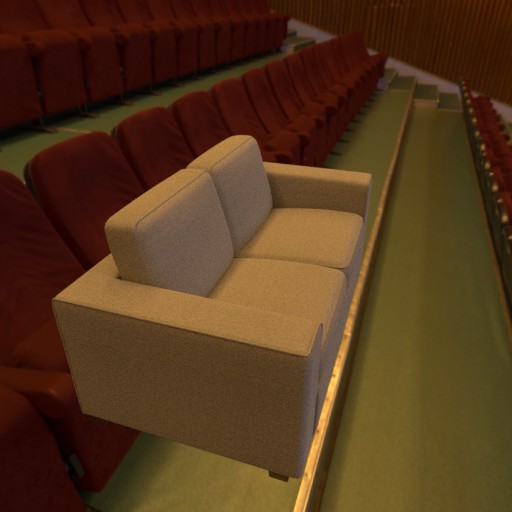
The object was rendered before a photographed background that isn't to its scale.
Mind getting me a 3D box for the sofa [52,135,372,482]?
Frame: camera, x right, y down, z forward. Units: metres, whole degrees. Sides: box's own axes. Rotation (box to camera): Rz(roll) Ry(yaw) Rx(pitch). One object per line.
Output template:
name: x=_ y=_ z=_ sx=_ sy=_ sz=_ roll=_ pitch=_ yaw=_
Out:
sofa: x=0.000 y=0.000 z=2.357 sx=1.007 sy=0.924 sz=1.812 roll=10 pitch=31 yaw=16
